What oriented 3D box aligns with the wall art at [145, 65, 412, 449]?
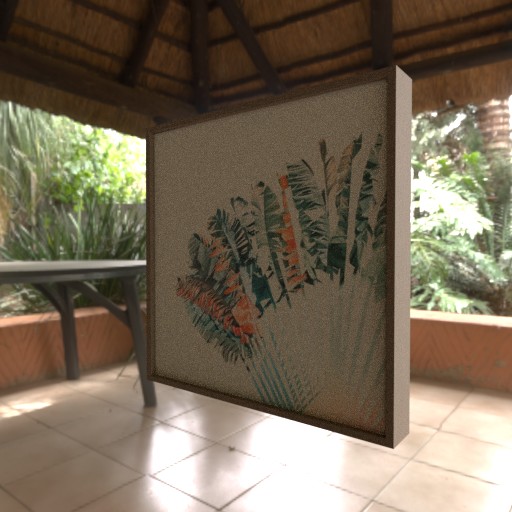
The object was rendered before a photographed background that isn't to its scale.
[{"bbox_3d":[0.000,0.000,0.457,0.304,0.303,0.038,1,2,37],"label":"wall art"}]
